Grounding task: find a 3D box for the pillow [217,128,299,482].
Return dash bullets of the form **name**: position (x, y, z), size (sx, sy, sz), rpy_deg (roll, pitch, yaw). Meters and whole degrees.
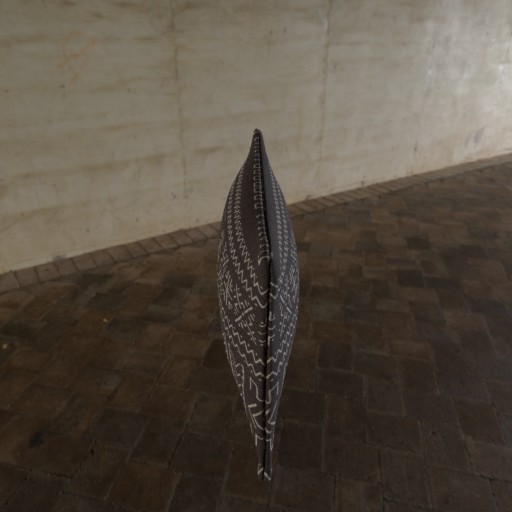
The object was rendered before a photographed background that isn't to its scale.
- **pillow**: position (0.000, 0.000, 0.790), size (0.135, 0.322, 0.667), rpy_deg (0, 27, -1)
